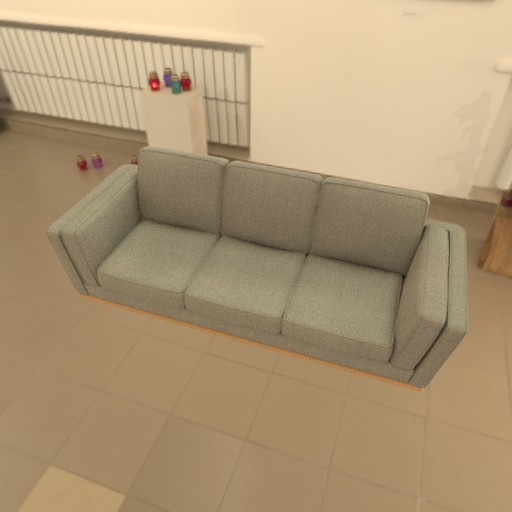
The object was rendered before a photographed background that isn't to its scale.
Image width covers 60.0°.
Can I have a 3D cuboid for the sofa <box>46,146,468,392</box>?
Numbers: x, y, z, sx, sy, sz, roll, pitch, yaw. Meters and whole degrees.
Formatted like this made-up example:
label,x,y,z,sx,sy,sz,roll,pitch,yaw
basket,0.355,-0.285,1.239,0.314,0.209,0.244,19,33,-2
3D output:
label,x,y,z,sx,sy,sz,roll,pitch,yaw
sofa,0.000,0.000,2.776,2.362,0.899,0.903,13,42,14
